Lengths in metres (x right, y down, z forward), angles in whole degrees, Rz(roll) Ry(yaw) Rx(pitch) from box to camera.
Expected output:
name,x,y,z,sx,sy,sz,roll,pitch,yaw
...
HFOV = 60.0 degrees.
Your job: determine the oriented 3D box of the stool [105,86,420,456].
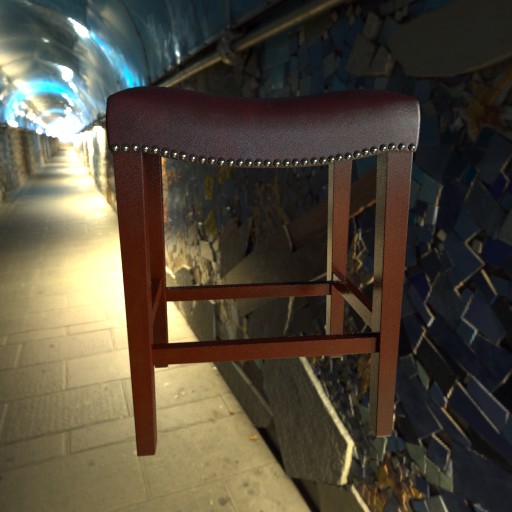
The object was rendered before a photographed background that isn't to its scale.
name,x,y,z,sx,sy,sz,roll,pitch,yaw
stool,0.000,0.000,0.935,0.504,0.657,0.372,-2,15,-7
